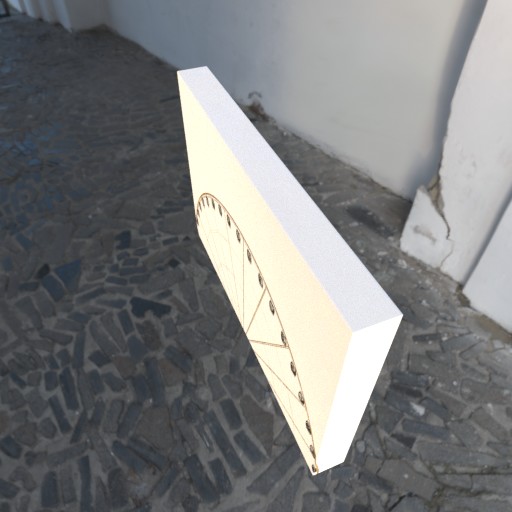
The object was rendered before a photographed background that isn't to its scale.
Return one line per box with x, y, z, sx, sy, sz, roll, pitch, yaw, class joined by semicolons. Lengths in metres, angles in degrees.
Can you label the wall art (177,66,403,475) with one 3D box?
0.000;0.000;0.480;0.039;0.254;0.384;-16;49;-15;wall art
